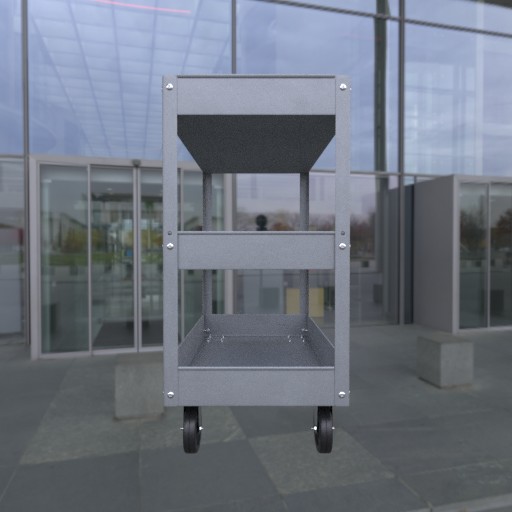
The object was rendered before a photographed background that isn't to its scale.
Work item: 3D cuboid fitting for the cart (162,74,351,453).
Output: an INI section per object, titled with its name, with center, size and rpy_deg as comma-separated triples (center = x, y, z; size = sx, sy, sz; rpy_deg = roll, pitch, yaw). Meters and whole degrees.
[cart]
center = 0.000, 0.000, 1.181
size = 0.366, 0.780, 0.719
rpy_deg = 0, 1, 0
